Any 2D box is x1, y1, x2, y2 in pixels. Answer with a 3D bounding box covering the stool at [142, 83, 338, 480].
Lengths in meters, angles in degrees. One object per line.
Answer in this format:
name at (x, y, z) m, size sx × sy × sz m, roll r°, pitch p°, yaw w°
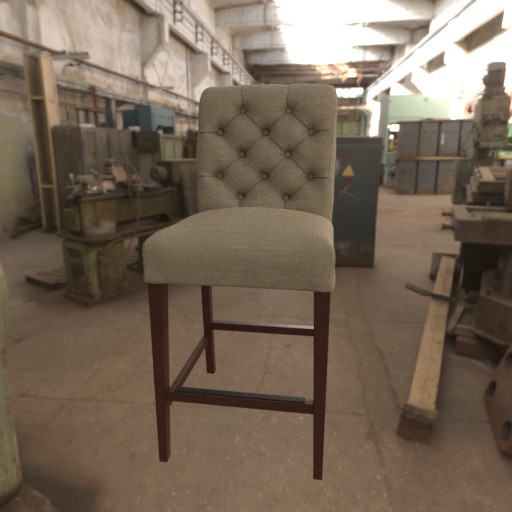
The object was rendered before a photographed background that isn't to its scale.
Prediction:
stool at (0.000, 0.000, 1.405) m, size 0.486 × 1.084 × 0.660 m, roll 2°, pitch 15°, yaw 9°
